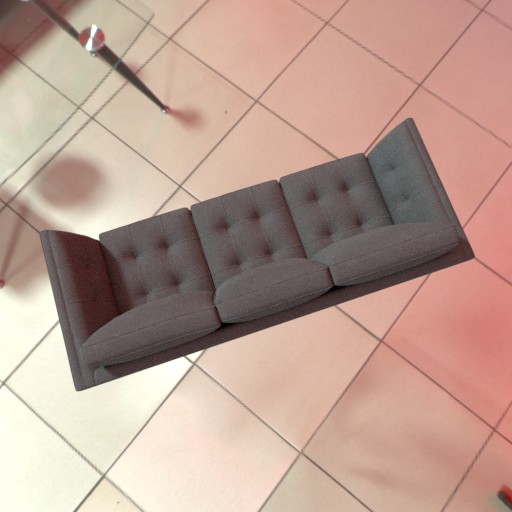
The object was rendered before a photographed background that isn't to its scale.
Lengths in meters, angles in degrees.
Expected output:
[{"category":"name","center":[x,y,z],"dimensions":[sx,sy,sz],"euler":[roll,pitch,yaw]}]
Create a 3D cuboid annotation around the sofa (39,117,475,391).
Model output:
[{"category":"sofa","center":[0.000,0.000,2.891],"dimensions":[2.387,0.940,0.965],"euler":[-18,77,-4]}]
